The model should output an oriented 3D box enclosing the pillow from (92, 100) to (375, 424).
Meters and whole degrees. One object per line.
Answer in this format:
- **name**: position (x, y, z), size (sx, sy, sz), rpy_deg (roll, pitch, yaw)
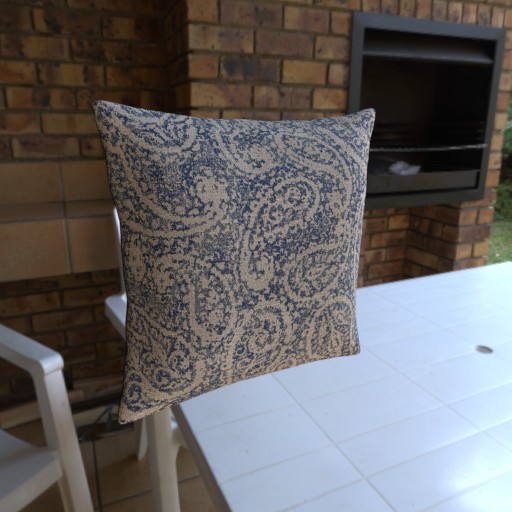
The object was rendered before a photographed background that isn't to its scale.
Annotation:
- **pillow**: position (0.000, 0.000, 0.788), size (0.523, 0.510, 0.166), rpy_deg (-9, 18, -28)
